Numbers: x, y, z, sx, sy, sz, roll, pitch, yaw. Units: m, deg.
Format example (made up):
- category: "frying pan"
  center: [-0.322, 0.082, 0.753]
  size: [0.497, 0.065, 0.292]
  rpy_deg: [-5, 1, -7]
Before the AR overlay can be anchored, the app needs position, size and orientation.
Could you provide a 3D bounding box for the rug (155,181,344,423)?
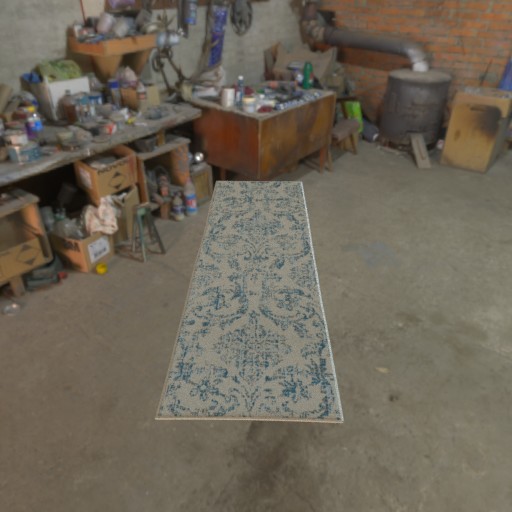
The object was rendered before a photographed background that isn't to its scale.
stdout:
- category: "rug"
  center: [0.000, 0.000, 2.481]
  size: [0.662, 0.011, 2.196]
  rpy_deg: [1, 32, 1]
